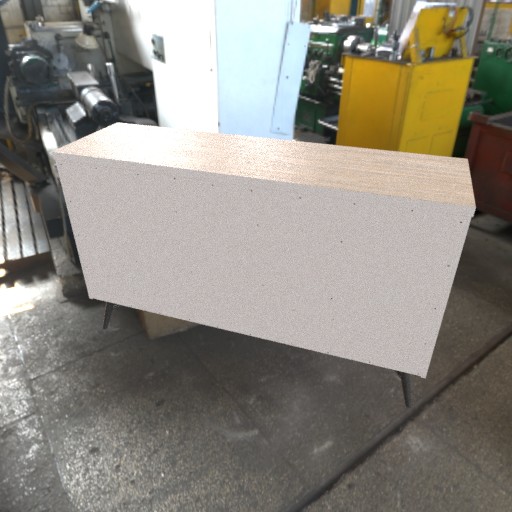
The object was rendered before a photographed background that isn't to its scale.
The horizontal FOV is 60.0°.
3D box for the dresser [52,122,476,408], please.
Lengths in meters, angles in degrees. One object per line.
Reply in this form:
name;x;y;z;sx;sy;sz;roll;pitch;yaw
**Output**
dresser;0.000;0.000;1.936;1.524;0.914;0.457;10;33;16
